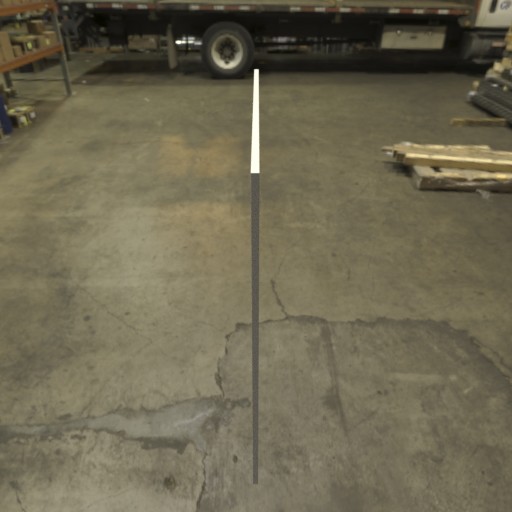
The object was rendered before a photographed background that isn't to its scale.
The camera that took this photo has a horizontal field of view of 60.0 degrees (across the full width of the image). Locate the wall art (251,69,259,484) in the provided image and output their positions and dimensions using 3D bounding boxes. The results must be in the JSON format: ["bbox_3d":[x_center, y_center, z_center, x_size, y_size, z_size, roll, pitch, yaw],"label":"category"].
[{"bbox_3d":[0.000,0.000,1.212,0.013,0.813,0.812,0,33,0],"label":"wall art"}]
